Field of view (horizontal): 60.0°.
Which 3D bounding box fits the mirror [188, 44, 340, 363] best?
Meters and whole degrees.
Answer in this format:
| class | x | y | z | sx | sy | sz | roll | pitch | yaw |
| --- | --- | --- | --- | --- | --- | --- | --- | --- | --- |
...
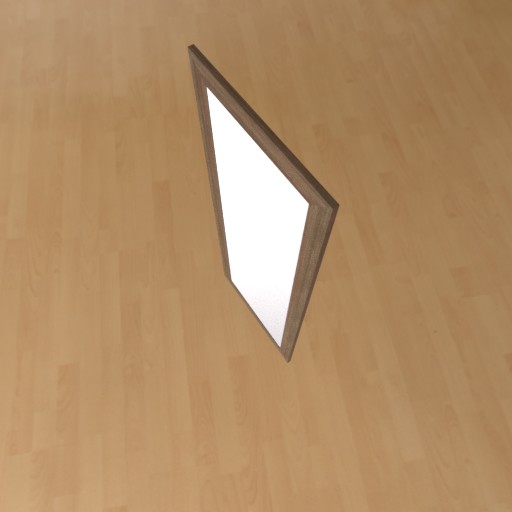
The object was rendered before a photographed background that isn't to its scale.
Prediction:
| class | x | y | z | sx | sy | sz | roll | pitch | yaw |
| --- | --- | --- | --- | --- | --- | --- | --- | --- | --- |
| mirror | 0.000 | 0.000 | 2.333 | 0.025 | 2.032 | 0.812 | -32 | 68 | -14 |
